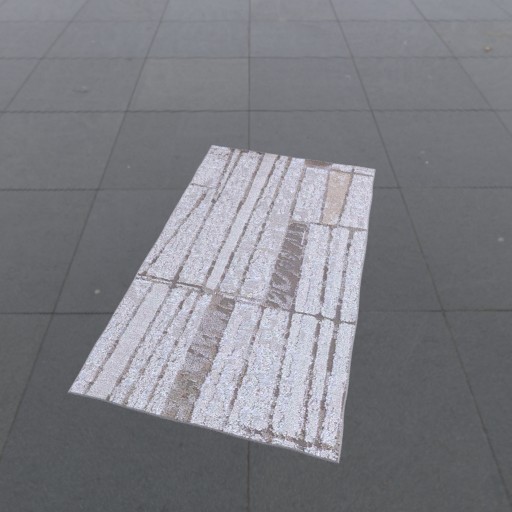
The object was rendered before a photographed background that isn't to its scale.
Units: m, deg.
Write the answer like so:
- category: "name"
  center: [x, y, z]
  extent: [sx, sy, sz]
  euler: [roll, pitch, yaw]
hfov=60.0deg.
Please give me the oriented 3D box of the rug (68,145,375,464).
- category: "rug"
  center: [0.000, 0.000, 1.079]
  extent: [0.515, 0.007, 0.867]
  euler: [11, 48, 10]
